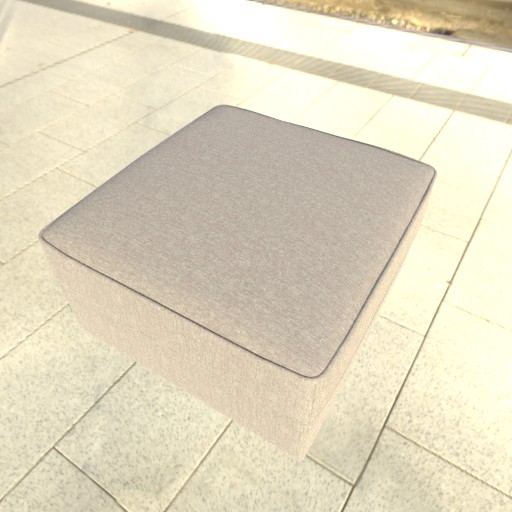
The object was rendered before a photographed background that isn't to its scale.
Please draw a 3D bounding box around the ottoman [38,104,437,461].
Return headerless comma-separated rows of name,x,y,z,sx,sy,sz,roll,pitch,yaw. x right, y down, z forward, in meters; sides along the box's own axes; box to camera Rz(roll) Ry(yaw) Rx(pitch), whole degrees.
ottoman,0.000,0.000,1.364,0.808,0.612,0.871,23,50,21
